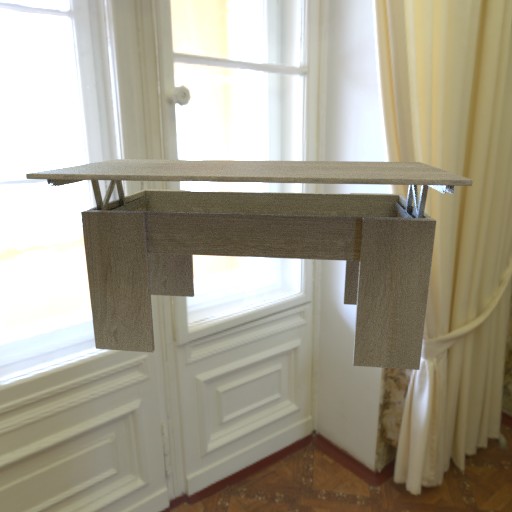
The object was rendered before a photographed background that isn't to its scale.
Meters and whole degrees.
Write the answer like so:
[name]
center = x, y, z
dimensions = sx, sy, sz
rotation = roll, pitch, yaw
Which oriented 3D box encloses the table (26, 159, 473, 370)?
[table]
center = 0.000, 0.000, 1.397
dimensions = 1.000, 0.570, 0.711
rotation = 2, 16, 7
